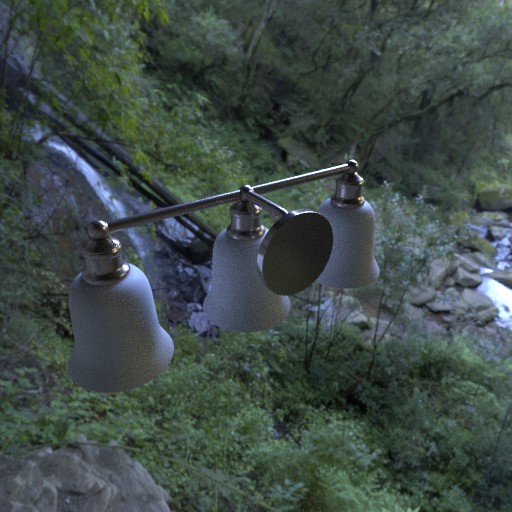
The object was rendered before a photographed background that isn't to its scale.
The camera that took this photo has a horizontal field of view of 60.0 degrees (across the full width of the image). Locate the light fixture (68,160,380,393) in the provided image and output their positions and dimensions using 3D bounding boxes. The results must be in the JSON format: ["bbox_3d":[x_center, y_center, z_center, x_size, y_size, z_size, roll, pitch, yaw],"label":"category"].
[{"bbox_3d":[0.000,0.000,0.665,0.570,0.211,0.198,-19,34,-30],"label":"light fixture"}]
